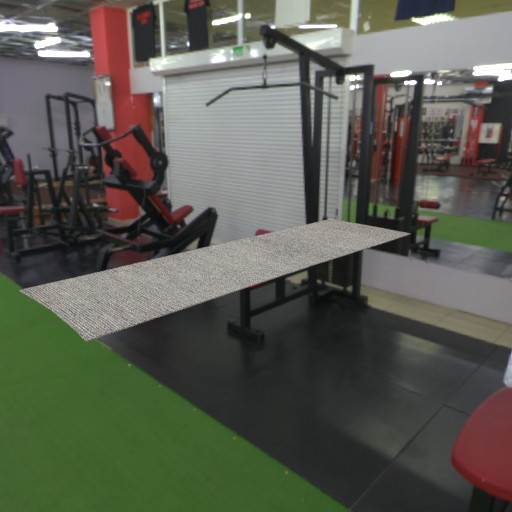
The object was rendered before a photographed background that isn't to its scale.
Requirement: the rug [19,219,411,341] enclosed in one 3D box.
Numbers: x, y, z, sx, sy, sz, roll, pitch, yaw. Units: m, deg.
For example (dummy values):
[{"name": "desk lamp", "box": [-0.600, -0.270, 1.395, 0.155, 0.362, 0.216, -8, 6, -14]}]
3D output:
[{"name": "rug", "box": [0.000, 0.000, 2.561, 2.335, 0.013, 0.697, -15, 22, -41]}]
